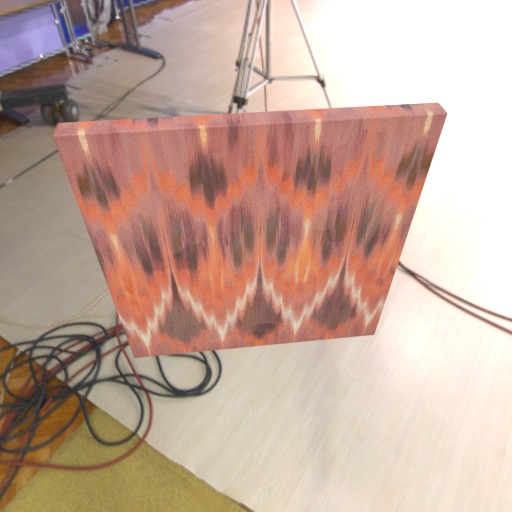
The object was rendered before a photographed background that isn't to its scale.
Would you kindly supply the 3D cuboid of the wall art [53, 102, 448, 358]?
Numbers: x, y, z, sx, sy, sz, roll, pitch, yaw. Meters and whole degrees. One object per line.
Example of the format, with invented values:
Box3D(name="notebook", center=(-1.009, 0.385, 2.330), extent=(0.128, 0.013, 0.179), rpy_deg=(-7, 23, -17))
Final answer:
Box3D(name="wall art", center=(0.000, 0.000, 0.901), extent=(0.603, 0.609, 0.037), rpy_deg=(-5, 46, -4))
